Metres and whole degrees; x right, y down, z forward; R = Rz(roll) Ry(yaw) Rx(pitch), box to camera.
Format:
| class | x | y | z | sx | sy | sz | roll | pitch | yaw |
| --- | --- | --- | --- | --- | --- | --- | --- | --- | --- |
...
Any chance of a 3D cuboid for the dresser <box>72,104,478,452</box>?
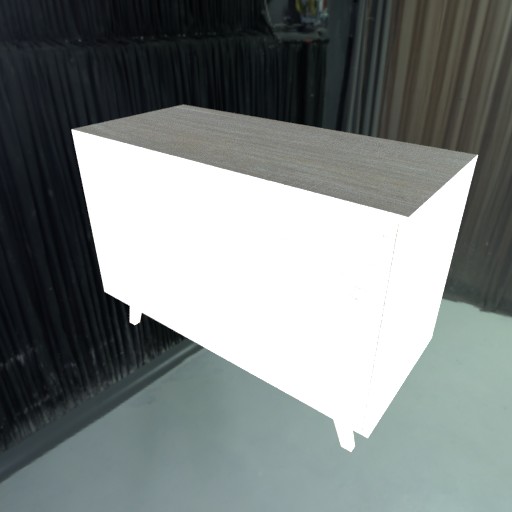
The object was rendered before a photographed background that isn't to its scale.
| class | x | y | z | sx | sy | sz | roll | pitch | yaw |
| --- | --- | --- | --- | --- | --- | --- | --- | --- | --- |
| dresser | 0.000 | 0.000 | 1.497 | 1.110 | 0.780 | 0.500 | 21 | 36 | 32 |
